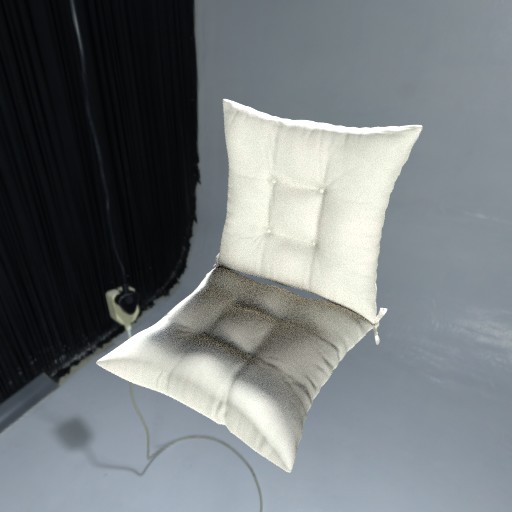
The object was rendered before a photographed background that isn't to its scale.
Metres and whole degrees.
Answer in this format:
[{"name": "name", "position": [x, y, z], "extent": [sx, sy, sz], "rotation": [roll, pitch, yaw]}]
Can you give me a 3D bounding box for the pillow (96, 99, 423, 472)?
[{"name": "pillow", "position": [0.000, 0.000, 0.989], "extent": [0.541, 0.536, 0.585], "rotation": [18, 36, 27]}]
